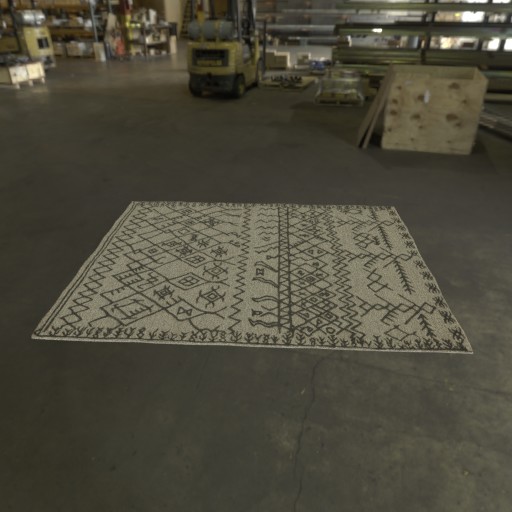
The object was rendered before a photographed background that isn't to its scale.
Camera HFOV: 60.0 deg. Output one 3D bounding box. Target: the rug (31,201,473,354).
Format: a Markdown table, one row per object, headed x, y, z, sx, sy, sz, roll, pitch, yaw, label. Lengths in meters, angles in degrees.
| x | y | z | sx | sy | sz | roll | pitch | yaw | label |
| --- | --- | --- | --- | --- | --- | --- | --- | --- | --- |
| 0.000 | 0.000 | 3.272 | 2.455 | 0.025 | 1.964 | 1 | 30 | 3 | rug |
